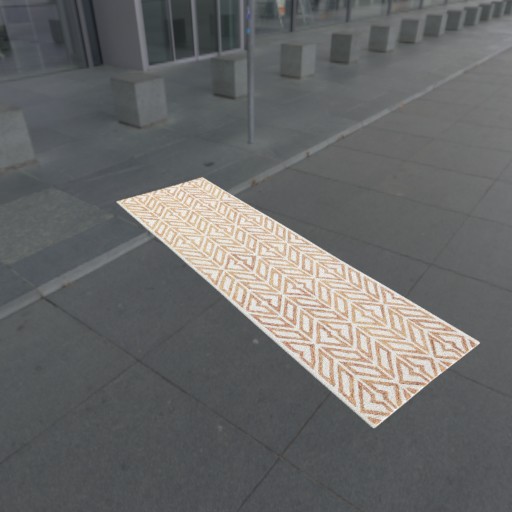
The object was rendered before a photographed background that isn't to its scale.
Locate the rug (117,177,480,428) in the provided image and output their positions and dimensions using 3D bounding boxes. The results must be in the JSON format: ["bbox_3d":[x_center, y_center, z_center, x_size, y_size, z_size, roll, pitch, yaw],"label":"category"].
[{"bbox_3d":[0.000,0.000,2.671,0.750,0.009,2.435,-23,39,-31],"label":"rug"}]
